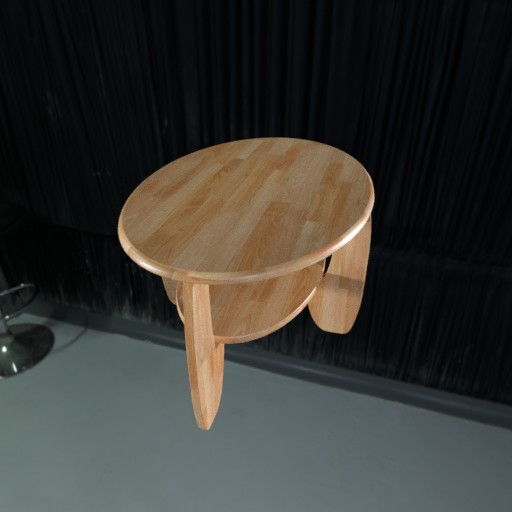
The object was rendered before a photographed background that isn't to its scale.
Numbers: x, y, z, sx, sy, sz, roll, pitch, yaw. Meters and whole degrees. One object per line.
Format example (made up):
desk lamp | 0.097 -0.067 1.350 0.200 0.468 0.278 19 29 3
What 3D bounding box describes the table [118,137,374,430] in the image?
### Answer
table | 0.000 0.000 1.416 0.690 0.490 1.040 8 31 14
